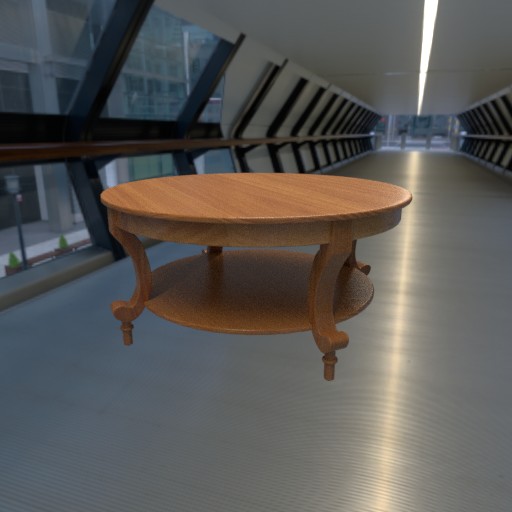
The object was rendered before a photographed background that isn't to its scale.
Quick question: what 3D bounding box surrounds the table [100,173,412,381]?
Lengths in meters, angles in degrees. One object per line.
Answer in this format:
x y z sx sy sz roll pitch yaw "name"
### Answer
0.000 0.000 1.603 1.029 0.490 1.029 0 16 0 "table"
